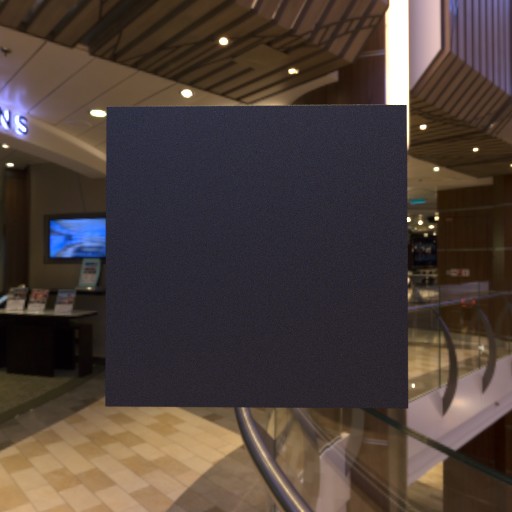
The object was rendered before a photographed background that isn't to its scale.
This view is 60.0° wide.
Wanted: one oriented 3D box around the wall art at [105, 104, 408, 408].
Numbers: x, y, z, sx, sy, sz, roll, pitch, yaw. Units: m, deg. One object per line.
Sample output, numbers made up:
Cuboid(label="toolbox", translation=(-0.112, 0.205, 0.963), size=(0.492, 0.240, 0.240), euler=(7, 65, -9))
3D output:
Cuboid(label="wall art", translation=(0.000, 0.000, 0.762), size=(0.507, 0.507, 0.038), euler=(0, -1, 1))
